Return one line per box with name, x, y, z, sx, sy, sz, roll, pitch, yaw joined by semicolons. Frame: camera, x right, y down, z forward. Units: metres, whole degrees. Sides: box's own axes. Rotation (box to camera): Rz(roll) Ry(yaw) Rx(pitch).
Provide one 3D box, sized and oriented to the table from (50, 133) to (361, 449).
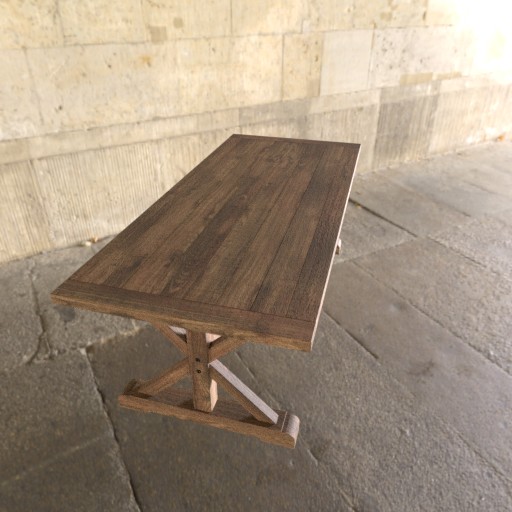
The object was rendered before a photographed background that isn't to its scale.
table;0.000;0.000;2.446;0.907;0.733;2.031;8;32;13
